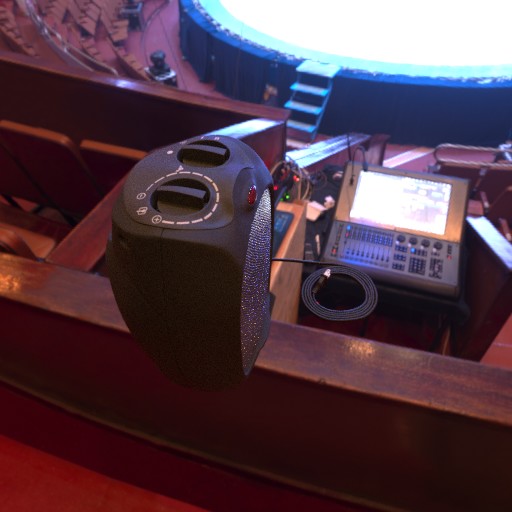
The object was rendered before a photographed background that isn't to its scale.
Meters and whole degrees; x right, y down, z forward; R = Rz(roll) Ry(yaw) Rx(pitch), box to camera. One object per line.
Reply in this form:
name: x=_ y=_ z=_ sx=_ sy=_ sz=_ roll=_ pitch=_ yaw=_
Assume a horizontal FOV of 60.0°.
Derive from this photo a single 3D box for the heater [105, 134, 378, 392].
heater: x=0.000 y=0.000 z=0.464 sx=0.291 sy=0.240 sz=0.239 roll=9 pitch=47 yaw=9
